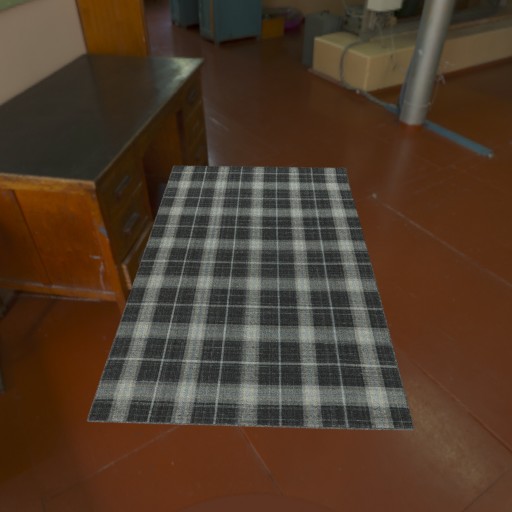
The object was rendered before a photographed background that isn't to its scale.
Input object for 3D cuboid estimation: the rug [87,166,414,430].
[{"bbox_3d":[0.000,0.000,2.969,1.520,0.015,2.434,1,40,1],"label":"rug"}]
